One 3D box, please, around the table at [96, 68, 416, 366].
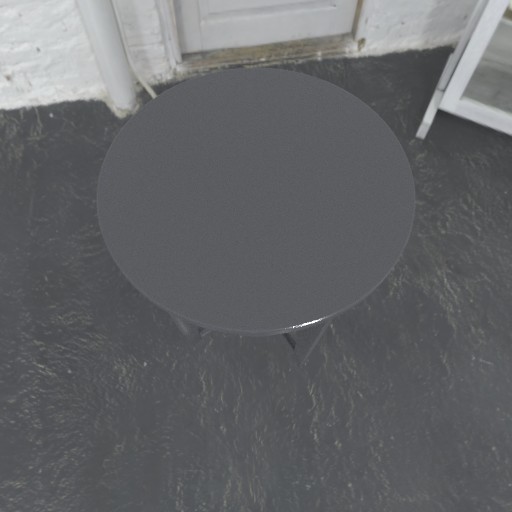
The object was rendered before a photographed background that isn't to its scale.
[{"bbox_3d":[0.000,0.000,0.948,0.500,0.550,0.500,0,64,0],"label":"table"}]
